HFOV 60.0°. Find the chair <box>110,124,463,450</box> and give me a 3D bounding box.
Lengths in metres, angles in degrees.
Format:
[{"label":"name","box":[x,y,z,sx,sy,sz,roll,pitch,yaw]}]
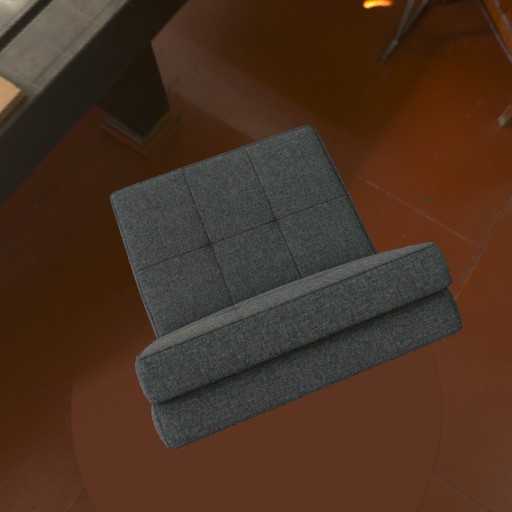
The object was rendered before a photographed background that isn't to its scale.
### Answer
[{"label":"chair","box":[0.000,0.000,1.297,0.740,0.615,0.800,-21,74,-6]}]
